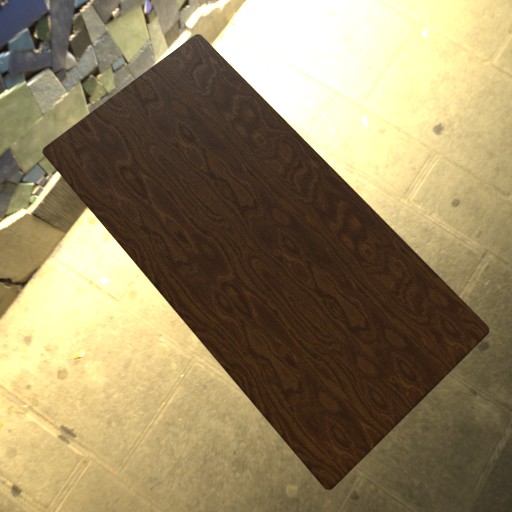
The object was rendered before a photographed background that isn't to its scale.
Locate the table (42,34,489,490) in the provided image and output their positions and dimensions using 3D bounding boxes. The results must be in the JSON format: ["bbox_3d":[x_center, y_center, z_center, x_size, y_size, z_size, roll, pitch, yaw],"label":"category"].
[{"bbox_3d":[0.000,0.000,2.181,0.883,0.753,1.791,-41,81,-8],"label":"table"}]
